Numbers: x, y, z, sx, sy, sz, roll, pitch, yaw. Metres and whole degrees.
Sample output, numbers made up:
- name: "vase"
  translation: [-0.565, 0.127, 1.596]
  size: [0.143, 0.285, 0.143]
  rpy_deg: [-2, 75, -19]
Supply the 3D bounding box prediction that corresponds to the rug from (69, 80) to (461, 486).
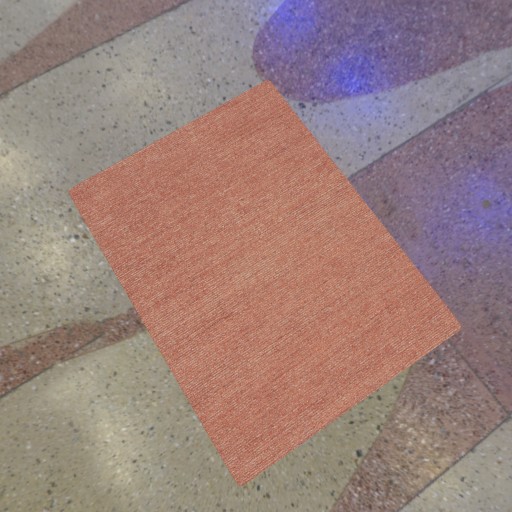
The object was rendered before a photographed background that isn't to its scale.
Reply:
- name: "rug"
  translation: [0.000, 0.000, 2.787]
  size: [1.594, 0.009, 2.112]
  rpy_deg: [-32, 76, -9]
